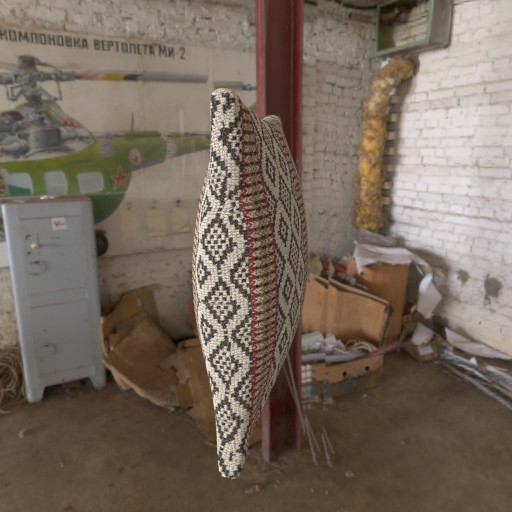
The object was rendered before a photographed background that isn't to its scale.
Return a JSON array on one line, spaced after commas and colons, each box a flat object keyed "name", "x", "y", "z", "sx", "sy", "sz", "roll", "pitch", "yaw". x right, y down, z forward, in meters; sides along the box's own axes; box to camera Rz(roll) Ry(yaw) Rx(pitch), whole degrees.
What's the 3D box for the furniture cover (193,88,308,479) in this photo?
[{"name": "furniture cover", "x": 0.000, "y": 0.000, "z": 0.782, "sx": 0.182, "sy": 0.506, "sz": 0.503, "roll": 2, "pitch": 14, "yaw": 8}]
